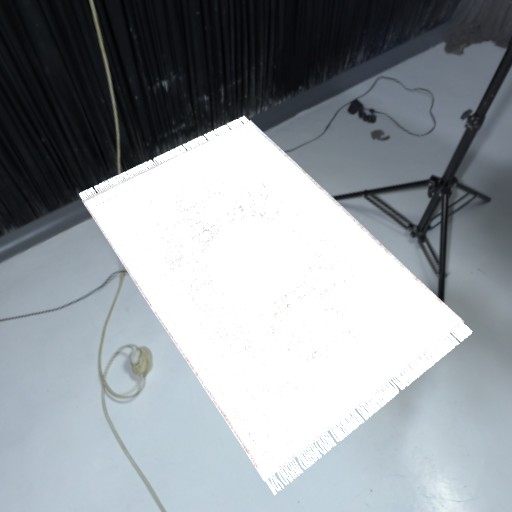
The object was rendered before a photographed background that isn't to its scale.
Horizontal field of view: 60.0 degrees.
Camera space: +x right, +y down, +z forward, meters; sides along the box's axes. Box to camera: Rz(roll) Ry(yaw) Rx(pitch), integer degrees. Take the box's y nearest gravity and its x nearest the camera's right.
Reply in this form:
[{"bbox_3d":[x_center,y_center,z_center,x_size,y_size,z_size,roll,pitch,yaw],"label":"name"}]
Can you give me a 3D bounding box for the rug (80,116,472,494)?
[{"bbox_3d":[0.000,0.000,3.003,1.528,0.010,2.440,-31,62,-19],"label":"rug"}]
